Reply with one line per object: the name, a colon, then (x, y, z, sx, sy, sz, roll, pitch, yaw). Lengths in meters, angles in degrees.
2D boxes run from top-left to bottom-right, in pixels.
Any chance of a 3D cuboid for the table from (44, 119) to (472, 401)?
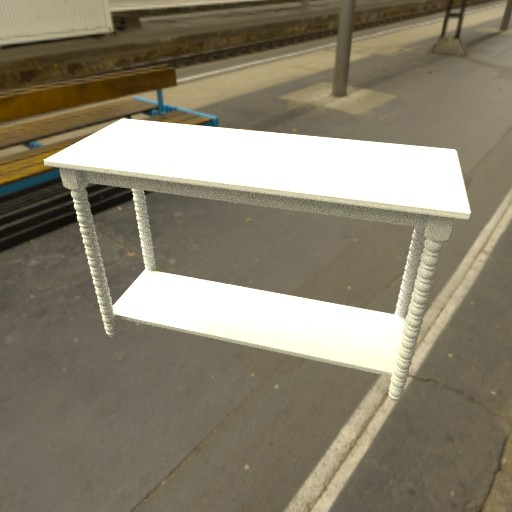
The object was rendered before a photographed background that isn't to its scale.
table: (0.000, 0.000, 1.551, 1.184, 0.740, 0.459, 9, 34, 14)
